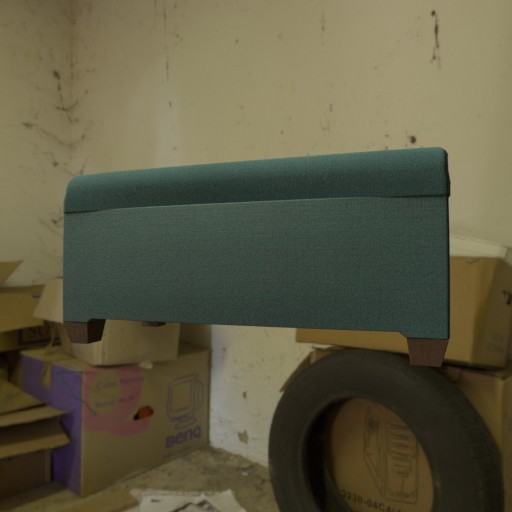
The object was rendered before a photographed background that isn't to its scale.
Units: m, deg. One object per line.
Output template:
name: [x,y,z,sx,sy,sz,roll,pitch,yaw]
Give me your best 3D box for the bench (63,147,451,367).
bench: [0.000,0.000,1.256,0.995,0.474,0.476,0,-1,18]
